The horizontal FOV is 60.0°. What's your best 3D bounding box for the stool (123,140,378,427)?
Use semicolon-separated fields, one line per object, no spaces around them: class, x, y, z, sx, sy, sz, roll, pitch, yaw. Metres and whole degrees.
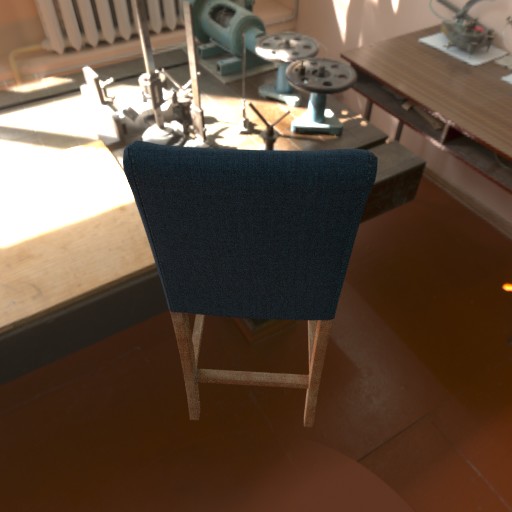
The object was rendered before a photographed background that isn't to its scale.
stool;0.000;0.000;1.284;0.454;1.039;0.567;3;47;2
